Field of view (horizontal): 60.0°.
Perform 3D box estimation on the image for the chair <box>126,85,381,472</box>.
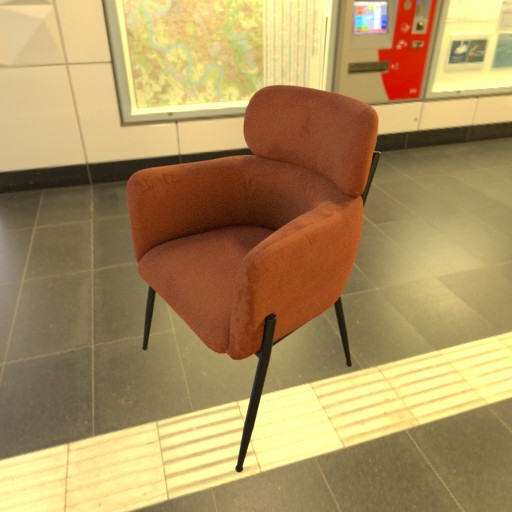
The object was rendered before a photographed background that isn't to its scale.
[{"bbox_3d":[0.000,0.000,1.169,0.523,0.772,0.561,-22,38,-31],"label":"chair"}]
